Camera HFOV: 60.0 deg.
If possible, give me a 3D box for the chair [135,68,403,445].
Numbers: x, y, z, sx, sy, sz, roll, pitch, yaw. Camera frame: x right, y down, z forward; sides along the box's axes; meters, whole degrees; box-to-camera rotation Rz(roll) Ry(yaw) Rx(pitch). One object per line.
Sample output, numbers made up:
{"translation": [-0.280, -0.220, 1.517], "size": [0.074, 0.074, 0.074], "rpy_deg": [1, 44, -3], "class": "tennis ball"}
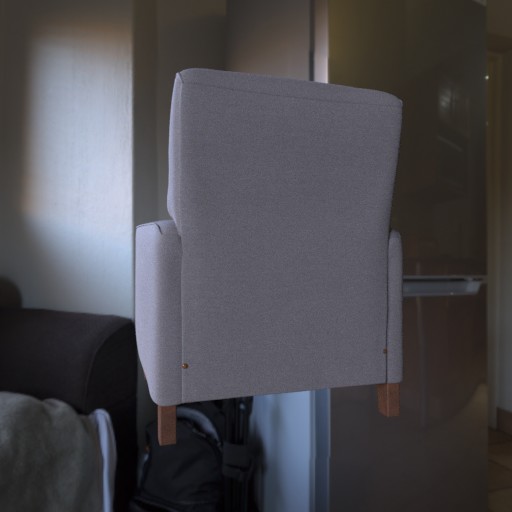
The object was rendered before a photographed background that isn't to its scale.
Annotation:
{"translation": [0.000, 0.000, 1.627], "size": [0.845, 1.023, 0.859], "rpy_deg": [0, 0, -18], "class": "chair"}
